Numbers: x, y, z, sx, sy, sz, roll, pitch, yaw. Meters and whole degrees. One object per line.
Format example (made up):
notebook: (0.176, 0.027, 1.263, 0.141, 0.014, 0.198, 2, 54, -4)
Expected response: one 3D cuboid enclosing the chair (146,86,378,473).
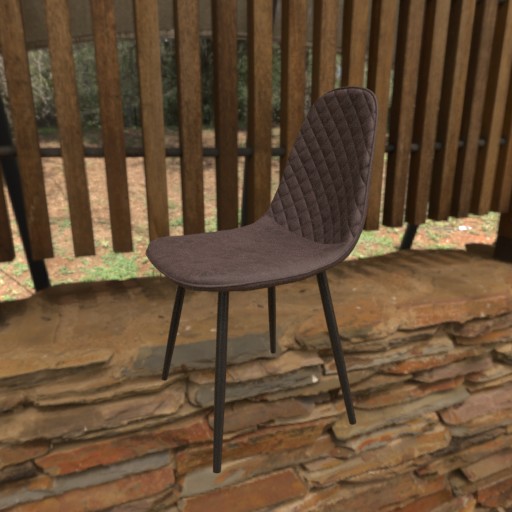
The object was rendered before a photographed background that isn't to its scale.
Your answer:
chair: (0.000, 0.000, 1.213, 0.561, 0.889, 0.472, -8, 18, -26)
